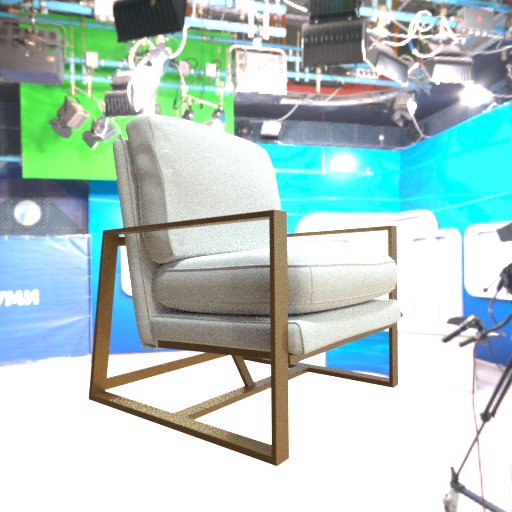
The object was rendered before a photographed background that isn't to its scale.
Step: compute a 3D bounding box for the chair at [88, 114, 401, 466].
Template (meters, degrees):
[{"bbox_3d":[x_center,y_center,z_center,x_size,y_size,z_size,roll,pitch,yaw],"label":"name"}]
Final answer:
[{"bbox_3d":[0.000,0.000,1.562,0.813,0.966,0.805,0,1,37],"label":"chair"}]
